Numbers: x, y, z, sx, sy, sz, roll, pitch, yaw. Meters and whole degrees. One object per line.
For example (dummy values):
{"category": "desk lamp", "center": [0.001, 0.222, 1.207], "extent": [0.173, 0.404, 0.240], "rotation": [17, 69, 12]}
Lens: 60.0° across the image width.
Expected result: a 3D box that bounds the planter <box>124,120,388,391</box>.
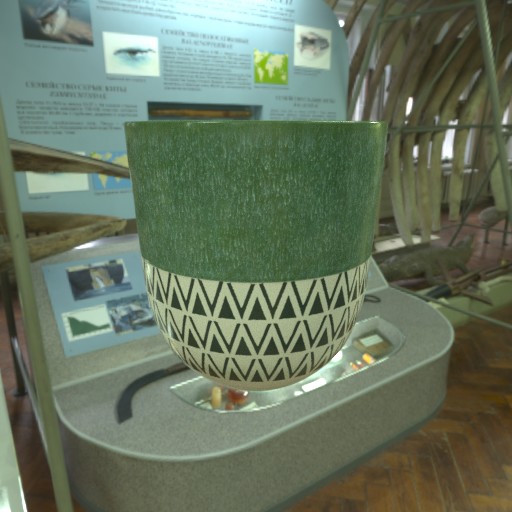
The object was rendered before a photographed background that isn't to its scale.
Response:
{"category": "planter", "center": [0.000, 0.000, 0.369], "extent": [0.195, 0.214, 0.195], "rotation": [0, 17, 0]}
